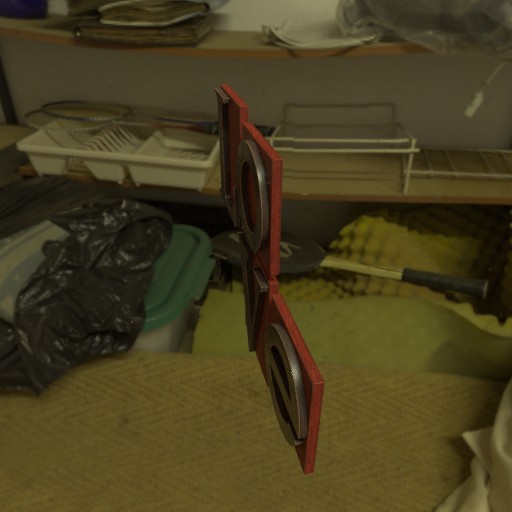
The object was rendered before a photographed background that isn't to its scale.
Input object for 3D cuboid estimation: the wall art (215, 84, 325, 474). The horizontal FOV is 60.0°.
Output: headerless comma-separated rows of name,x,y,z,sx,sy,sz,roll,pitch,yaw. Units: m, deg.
wall art,0.000,0.000,0.839,0.030,0.497,0.635,-7,33,-12
